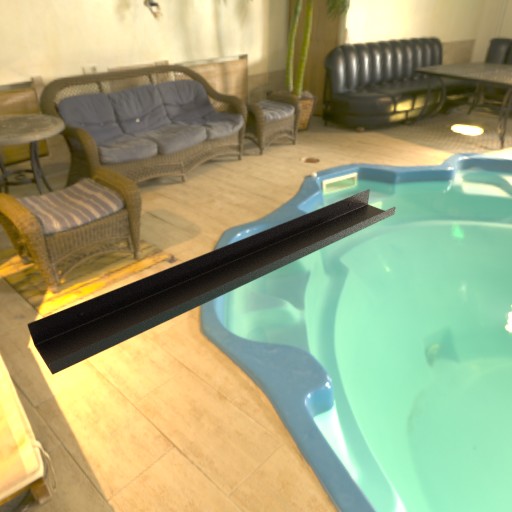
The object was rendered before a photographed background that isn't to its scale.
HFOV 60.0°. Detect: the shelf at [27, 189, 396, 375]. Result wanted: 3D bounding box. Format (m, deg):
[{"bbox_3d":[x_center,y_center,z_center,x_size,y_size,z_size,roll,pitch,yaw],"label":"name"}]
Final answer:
[{"bbox_3d":[0.000,0.000,0.978,0.924,0.049,0.092,-23,38,-34],"label":"shelf"}]
